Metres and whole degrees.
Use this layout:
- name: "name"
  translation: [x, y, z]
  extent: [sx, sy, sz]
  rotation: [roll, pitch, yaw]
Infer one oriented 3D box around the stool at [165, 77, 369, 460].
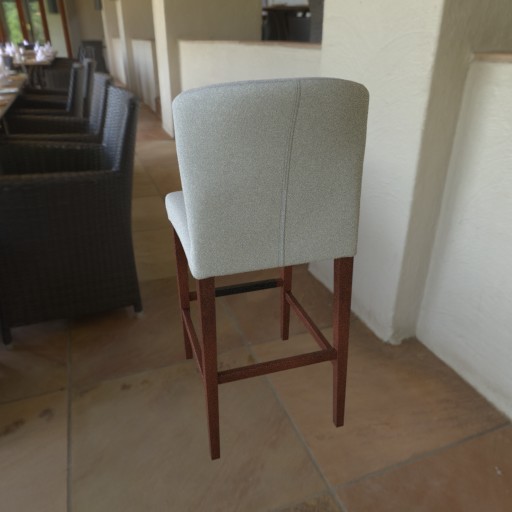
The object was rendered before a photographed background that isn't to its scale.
- name: "stool"
  translation: [0.000, 0.000, 1.376]
  extent: [0.479, 1.069, 0.568]
  rotation: [-8, 27, -16]
